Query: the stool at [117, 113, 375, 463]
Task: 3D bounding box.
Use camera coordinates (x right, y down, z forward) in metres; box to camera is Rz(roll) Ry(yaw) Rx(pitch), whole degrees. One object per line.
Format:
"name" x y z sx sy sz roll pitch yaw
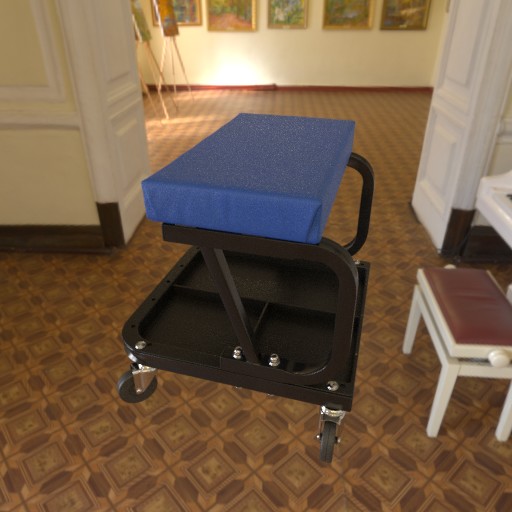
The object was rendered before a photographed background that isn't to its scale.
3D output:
"stool" 0.000 0.000 0.734 0.371 0.380 0.446 8 31 14
